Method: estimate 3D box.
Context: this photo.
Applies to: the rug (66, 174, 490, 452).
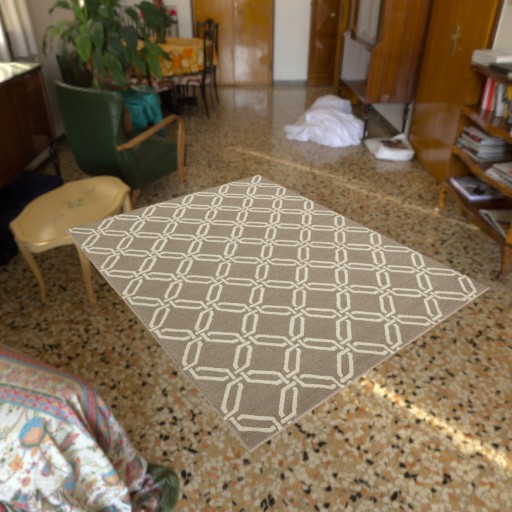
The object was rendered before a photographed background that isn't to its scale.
[{"bbox_3d":[0.000,0.000,3.770,2.288,0.018,2.895,-22,38,-31],"label":"rug"}]
